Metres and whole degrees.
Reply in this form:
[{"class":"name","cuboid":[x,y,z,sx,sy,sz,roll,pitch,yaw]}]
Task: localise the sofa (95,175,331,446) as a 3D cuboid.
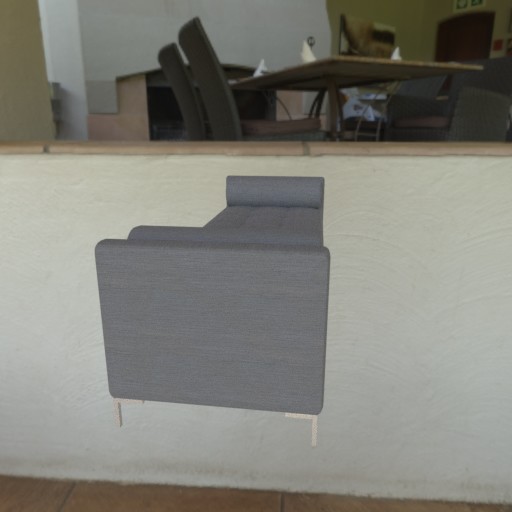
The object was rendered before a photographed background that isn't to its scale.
[{"class":"sofa","cuboid":[0.000,0.000,2.260,0.686,0.635,1.981,2,16,8]}]
